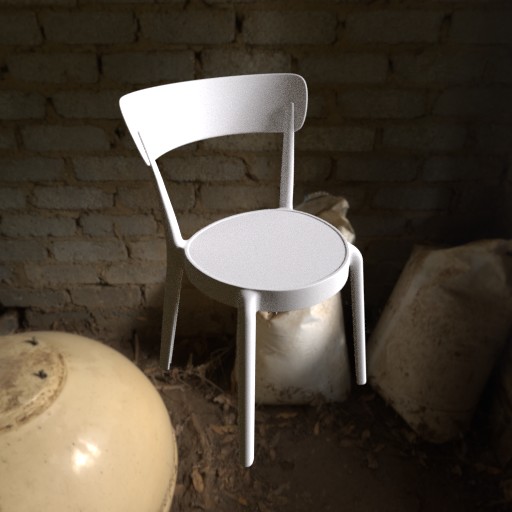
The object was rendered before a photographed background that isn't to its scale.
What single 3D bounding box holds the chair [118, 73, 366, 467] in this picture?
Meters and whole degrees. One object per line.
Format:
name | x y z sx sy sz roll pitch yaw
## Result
chair | 0.000 0.000 1.134 0.506 0.790 0.491 -22 38 -32
